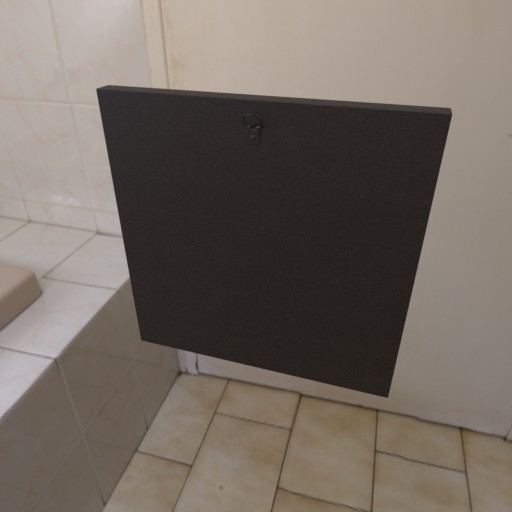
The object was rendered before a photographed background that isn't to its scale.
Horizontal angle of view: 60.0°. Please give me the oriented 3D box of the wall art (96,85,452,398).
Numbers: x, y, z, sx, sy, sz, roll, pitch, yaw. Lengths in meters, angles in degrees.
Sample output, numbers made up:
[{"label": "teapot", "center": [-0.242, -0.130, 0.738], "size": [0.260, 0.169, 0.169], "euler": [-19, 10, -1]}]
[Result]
[{"label": "wall art", "center": [0.000, 0.000, 0.512], "size": [0.349, 0.349, 0.038], "euler": [9, 33, 15]}]
